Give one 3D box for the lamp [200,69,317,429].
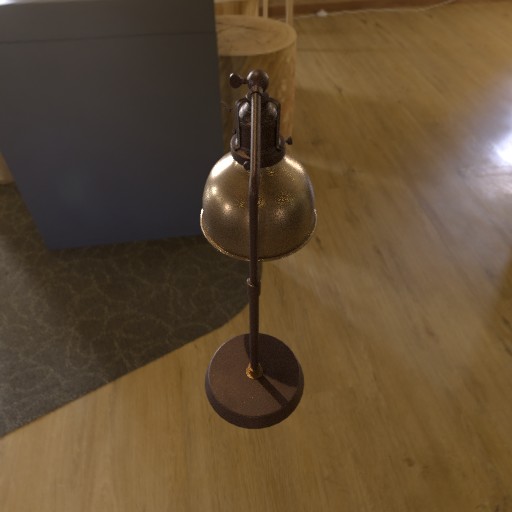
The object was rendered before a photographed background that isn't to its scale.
[{"bbox_3d":[0.000,0.000,0.610,0.175,0.469,0.298,4,48,4],"label":"lamp"}]
